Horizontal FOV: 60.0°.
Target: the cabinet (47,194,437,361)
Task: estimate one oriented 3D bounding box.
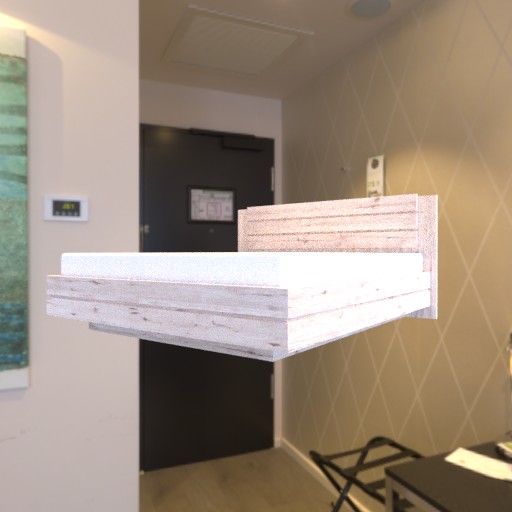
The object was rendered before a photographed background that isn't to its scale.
[{"bbox_3d":[0.000,0.000,3.173,1.950,0.970,2.080,0,0,37],"label":"cabinet"}]
